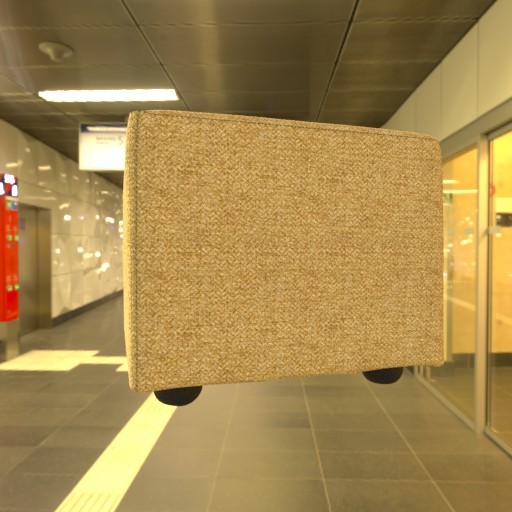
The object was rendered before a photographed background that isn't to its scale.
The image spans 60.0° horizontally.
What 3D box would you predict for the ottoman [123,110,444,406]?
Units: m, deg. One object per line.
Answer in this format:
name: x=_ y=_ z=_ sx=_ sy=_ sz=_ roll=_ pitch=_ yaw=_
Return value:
ottoman: x=0.000 y=0.000 z=0.891 sx=0.512 sy=0.441 sz=0.505 roll=0 pitch=1 yaw=-17
